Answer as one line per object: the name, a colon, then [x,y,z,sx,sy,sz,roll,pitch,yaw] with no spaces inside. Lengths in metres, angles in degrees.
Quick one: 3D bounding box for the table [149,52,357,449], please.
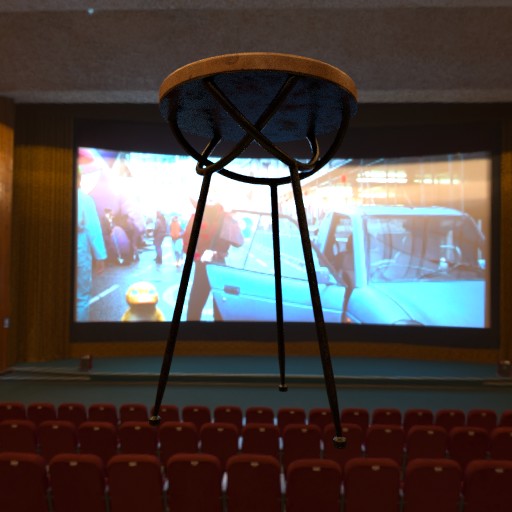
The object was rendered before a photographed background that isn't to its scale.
table: [0.000,0.000,0.928,0.418,0.664,0.414,0,-2,1]
